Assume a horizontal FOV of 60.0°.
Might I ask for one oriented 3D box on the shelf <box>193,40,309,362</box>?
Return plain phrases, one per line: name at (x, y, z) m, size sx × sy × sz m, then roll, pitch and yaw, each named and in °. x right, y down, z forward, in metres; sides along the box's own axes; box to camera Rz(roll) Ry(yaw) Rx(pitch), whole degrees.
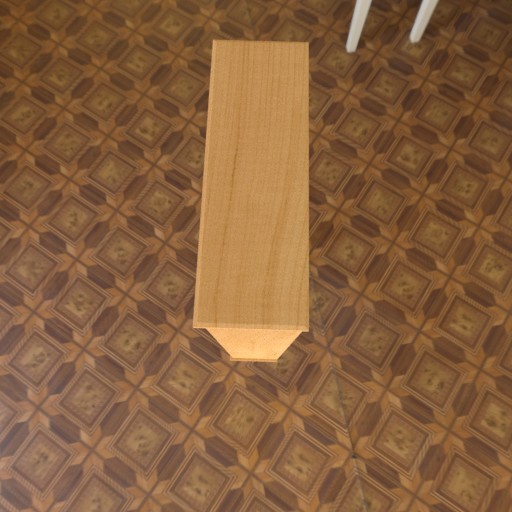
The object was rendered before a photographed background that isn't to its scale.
shelf at (0.000, 0.000, 1.225) m, size 0.175 × 1.030 × 0.520 m, roll 2°, pitch 74°, yaw 1°
